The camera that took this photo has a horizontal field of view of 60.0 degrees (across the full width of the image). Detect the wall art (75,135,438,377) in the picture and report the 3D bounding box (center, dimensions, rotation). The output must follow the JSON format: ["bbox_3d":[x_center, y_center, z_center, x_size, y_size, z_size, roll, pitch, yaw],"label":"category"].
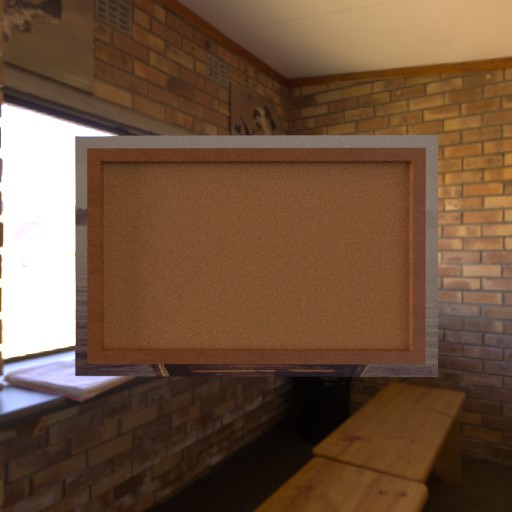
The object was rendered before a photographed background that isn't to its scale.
[{"bbox_3d":[0.000,0.000,1.135,0.916,0.609,0.037,0,0,0],"label":"wall art"}]
